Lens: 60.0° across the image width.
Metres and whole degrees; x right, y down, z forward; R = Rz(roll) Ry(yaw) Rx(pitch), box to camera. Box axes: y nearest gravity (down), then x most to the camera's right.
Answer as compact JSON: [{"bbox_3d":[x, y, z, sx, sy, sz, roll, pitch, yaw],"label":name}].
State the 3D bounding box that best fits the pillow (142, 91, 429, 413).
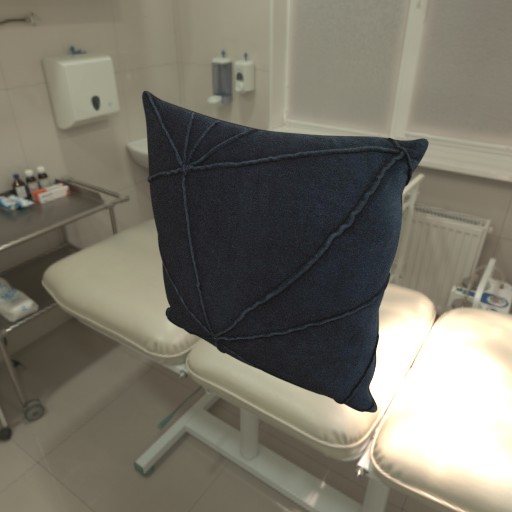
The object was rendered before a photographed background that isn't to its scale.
[{"bbox_3d":[0.000,0.000,0.677,0.439,0.440,0.183,19,35,29],"label":"pillow"}]
